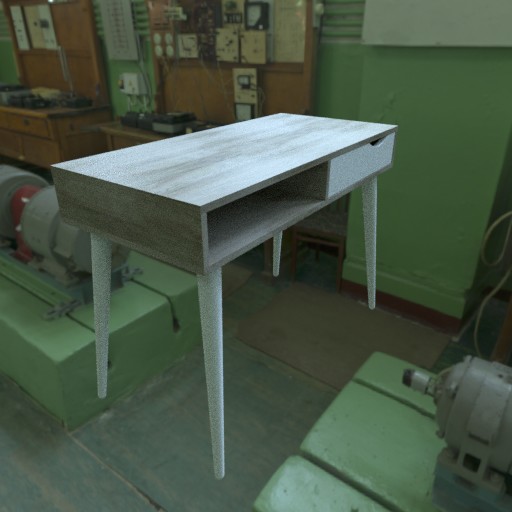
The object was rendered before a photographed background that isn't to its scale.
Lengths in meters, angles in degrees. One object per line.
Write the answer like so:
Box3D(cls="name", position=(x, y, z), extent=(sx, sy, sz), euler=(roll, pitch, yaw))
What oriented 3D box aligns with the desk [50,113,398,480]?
Box3D(cls="desk", position=(0.000, 0.000, 1.419), extent=(0.491, 0.723, 0.979), euler=(18, 31, 32))
